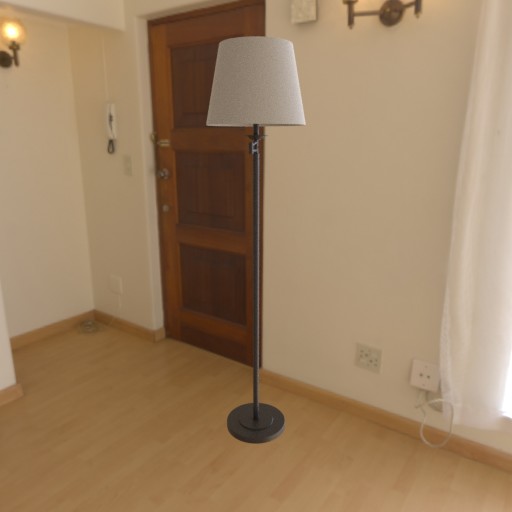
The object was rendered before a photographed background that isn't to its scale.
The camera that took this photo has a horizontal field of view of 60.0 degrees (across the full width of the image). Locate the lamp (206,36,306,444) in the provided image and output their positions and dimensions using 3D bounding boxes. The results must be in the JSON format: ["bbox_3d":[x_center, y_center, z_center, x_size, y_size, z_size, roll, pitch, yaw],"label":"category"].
[{"bbox_3d":[0.000,0.000,1.681,0.348,1.473,0.348,3,15,10],"label":"lamp"}]
